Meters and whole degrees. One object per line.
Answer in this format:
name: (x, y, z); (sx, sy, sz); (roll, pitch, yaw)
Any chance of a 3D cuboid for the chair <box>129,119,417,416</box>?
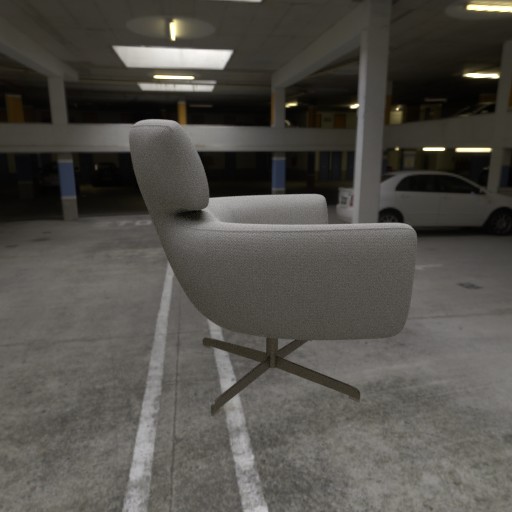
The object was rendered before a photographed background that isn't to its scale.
chair: (0.000, 0.000, 1.408); (0.730, 0.810, 0.760); (-2, 14, -9)
